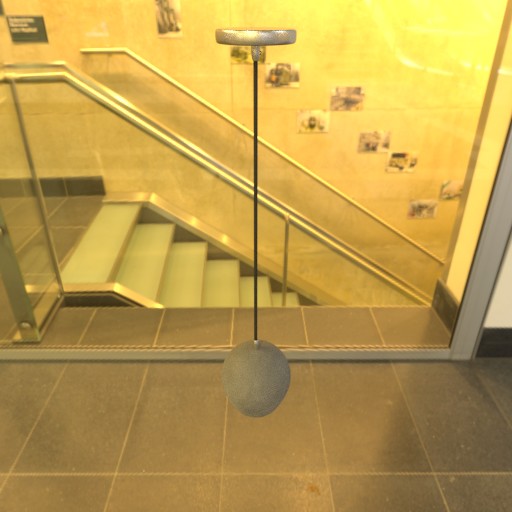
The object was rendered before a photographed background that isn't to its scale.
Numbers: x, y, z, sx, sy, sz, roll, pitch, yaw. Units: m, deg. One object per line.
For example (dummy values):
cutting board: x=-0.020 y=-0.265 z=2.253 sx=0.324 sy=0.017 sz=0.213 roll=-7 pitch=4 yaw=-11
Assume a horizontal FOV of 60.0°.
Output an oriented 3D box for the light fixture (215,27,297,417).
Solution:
light fixture: x=0.000 y=0.000 z=0.832 sx=0.153 sy=0.760 sz=0.153 roll=-10 pitch=31 yaw=-17
